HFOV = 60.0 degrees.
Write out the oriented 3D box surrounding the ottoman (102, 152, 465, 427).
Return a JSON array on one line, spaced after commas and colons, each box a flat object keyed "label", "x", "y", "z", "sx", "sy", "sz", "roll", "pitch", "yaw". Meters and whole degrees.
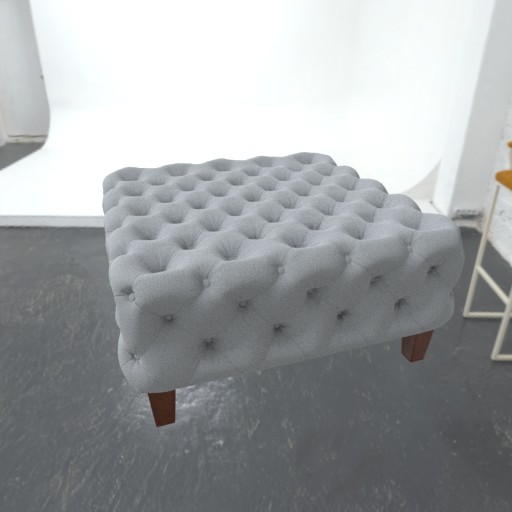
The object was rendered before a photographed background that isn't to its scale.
[{"label": "ottoman", "x": 0.000, "y": 0.000, "z": 1.199, "sx": 0.758, "sy": 0.365, "sz": 0.764, "roll": -9, "pitch": 28, "yaw": -17}]
